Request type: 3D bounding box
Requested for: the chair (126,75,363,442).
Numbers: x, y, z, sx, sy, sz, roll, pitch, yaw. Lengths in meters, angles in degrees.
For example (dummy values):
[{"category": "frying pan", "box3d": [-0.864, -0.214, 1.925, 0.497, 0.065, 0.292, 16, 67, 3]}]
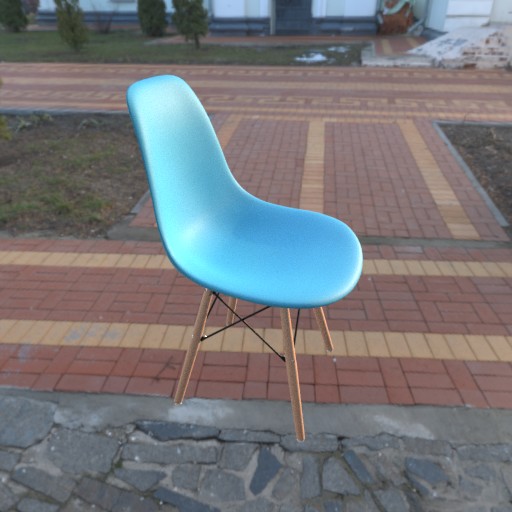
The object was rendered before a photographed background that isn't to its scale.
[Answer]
[{"category": "chair", "box3d": [0.000, 0.000, 1.136, 0.531, 0.826, 0.470, 11, 32, 17]}]
